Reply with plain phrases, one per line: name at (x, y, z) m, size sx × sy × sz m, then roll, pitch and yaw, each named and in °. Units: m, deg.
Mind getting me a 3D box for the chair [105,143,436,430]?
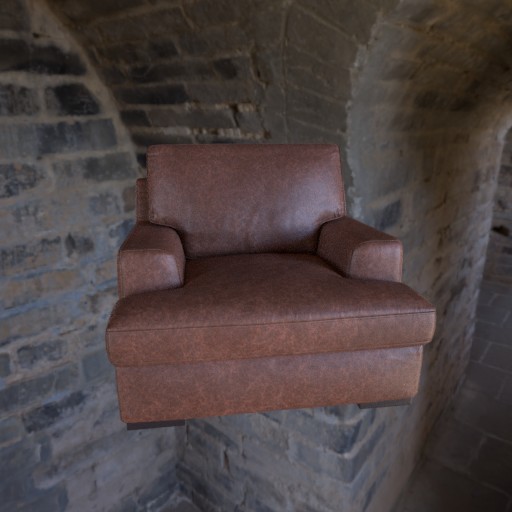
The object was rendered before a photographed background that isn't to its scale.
chair at (0.000, 0.000, 1.979) m, size 1.168 × 0.939 × 1.143 m, roll -2°, pitch 17°, yaw -8°
